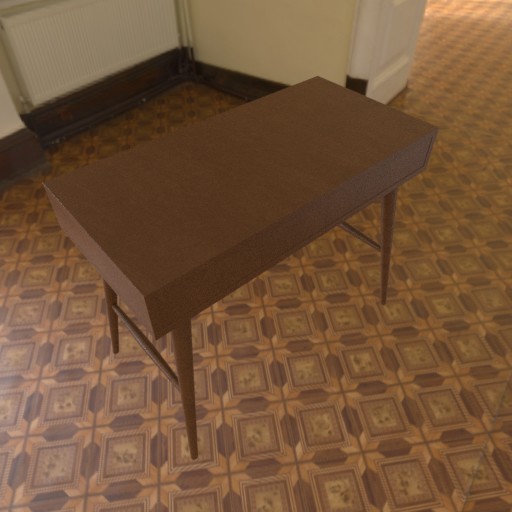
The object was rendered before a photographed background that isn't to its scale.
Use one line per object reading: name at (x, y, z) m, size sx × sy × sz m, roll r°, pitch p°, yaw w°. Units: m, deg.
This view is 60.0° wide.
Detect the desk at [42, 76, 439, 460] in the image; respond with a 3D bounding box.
desk at (0.000, 0.000, 1.419) m, size 0.949 × 0.758 × 0.510 m, roll -31°, pitch 52°, yaw -28°
